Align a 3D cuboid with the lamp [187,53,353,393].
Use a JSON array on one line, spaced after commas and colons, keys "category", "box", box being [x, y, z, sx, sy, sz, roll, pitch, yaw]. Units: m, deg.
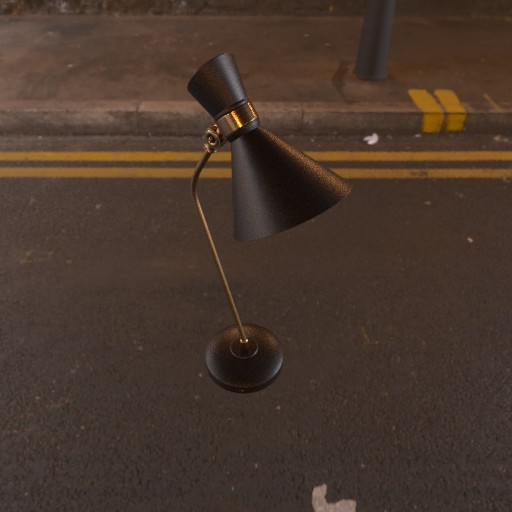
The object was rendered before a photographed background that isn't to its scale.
[{"category": "lamp", "box": [0.000, 0.000, 0.767, 0.292, 0.647, 0.189, 28, 48, 28]}]
